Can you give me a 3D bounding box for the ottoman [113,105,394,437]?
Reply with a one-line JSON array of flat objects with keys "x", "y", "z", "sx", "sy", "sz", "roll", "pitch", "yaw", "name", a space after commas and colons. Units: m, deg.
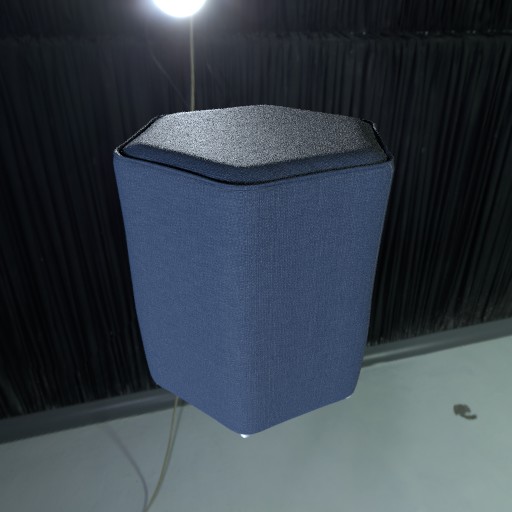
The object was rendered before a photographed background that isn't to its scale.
[{"x": 0.000, "y": 0.000, "z": 0.889, "sx": 0.492, "sy": 0.505, "sz": 0.454, "roll": -11, "pitch": 32, "yaw": -18, "name": "ottoman"}]
